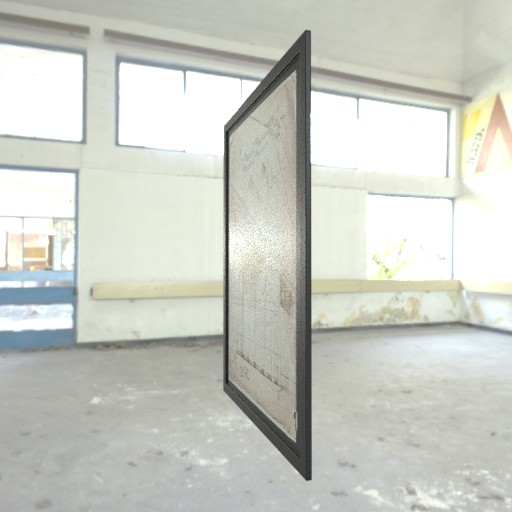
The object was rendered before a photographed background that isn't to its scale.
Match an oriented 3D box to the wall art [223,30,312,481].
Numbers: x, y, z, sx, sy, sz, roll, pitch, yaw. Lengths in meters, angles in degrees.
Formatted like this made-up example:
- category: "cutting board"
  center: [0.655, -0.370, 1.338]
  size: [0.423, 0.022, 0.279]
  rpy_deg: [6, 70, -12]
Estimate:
- category: "wall art"
  center: [0.000, 0.000, 1.287]
  size: [0.013, 0.967, 0.707]
  rpy_deg: [0, -1, -19]
